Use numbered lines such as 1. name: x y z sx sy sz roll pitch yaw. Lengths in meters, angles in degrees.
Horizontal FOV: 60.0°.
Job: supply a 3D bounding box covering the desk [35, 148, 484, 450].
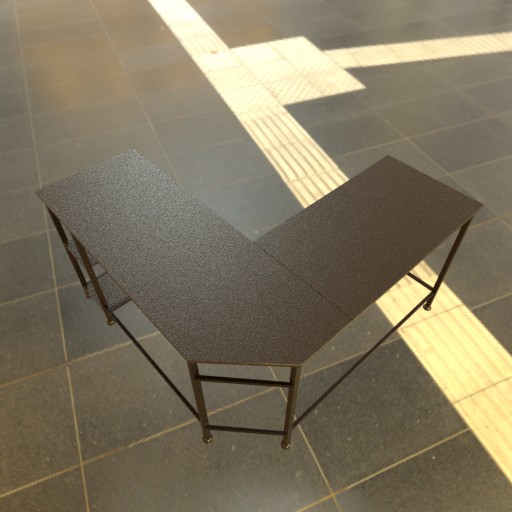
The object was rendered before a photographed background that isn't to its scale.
1. desk: 0.000 0.000 2.191 1.379 0.739 1.379 -34 56 -27
